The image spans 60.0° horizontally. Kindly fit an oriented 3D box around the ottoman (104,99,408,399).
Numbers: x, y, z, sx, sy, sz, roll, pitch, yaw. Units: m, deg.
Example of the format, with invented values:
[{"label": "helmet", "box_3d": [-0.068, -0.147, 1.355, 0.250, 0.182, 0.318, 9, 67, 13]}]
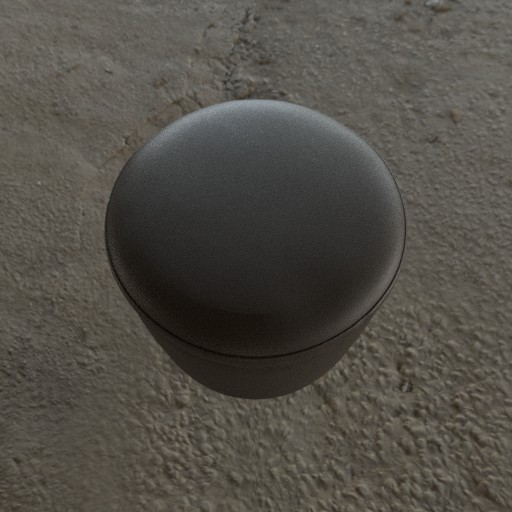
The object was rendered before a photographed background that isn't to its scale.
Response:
[{"label": "ottoman", "box_3d": [0.000, 0.000, 0.882, 0.500, 0.409, 0.500, 0, 64, 0]}]
